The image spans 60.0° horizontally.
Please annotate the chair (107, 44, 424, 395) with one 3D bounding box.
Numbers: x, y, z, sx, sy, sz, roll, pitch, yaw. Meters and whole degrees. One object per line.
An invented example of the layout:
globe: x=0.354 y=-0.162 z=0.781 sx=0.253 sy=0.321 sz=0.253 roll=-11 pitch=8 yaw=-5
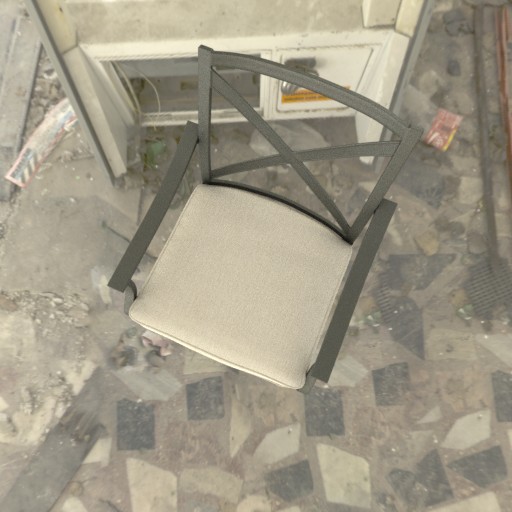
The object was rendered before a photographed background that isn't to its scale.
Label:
chair: x=0.000 y=0.000 z=1.268 sx=0.575 sy=0.889 sz=0.620 roll=23 pitch=78 yaw=5
